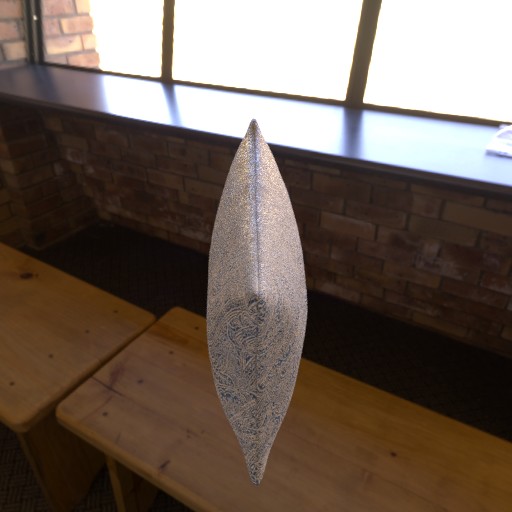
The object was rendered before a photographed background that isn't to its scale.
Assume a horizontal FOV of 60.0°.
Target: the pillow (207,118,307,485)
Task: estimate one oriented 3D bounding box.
[{"bbox_3d":[0.000,0.000,0.735,0.151,0.295,0.615,0,32,-1],"label":"pillow"}]
